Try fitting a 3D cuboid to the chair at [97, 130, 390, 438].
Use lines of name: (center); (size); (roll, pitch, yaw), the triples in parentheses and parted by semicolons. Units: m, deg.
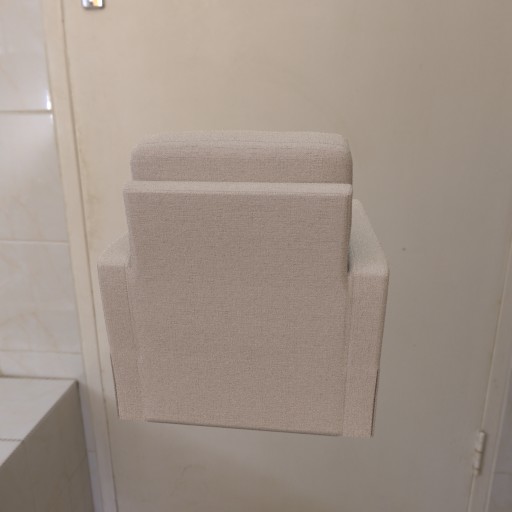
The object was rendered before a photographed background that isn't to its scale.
chair: (0.000, 0.000, 1.515); (0.755, 0.827, 0.888); (2, 16, 7)
